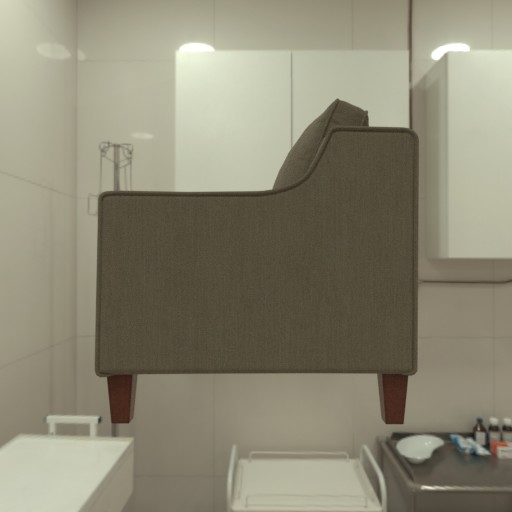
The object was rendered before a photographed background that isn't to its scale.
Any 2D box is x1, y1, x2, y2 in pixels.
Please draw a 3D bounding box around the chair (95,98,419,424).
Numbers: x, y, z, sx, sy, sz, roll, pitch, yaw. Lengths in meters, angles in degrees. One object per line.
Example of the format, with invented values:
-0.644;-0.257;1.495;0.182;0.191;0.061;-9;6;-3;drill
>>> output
0.000;0.000;1.635;0.909;0.960;0.831;0;-1;0;chair
